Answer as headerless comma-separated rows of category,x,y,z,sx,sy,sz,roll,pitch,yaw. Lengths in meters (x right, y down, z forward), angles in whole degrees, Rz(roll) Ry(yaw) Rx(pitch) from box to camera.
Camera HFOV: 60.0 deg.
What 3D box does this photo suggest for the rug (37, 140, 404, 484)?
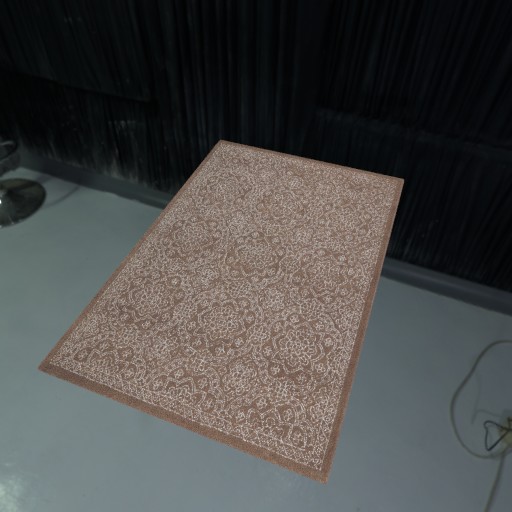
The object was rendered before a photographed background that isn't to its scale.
rug,0.000,0.000,2.806,1.524,0.011,2.286,16,49,14
